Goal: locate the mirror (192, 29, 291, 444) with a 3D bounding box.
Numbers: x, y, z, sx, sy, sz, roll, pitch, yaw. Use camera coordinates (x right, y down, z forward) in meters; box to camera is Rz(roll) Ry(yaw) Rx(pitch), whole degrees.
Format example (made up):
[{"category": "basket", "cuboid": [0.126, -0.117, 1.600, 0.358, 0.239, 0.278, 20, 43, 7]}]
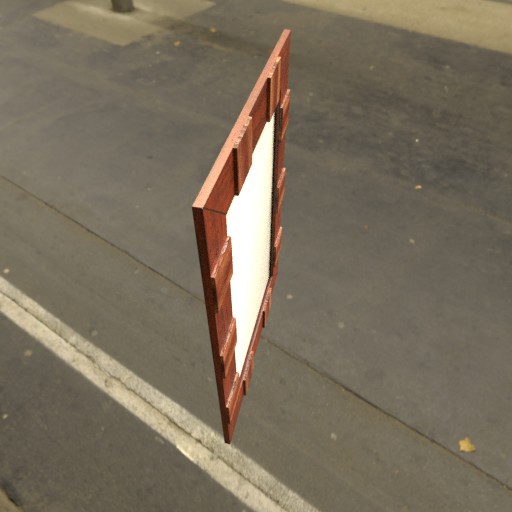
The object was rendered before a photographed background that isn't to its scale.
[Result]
[{"category": "mirror", "cuboid": [0.000, 0.000, 1.051, 0.021, 0.805, 0.600, 10, 48, 9]}]
